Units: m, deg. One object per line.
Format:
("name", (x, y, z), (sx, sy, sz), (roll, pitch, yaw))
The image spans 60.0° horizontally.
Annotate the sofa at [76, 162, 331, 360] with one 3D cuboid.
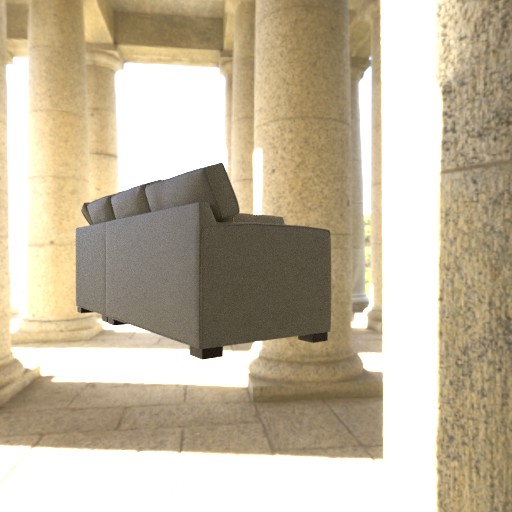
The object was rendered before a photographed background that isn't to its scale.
("sofa", (0.000, 0.000, 3.485), (2.211, 0.936, 2.188), (0, 0, -36))
